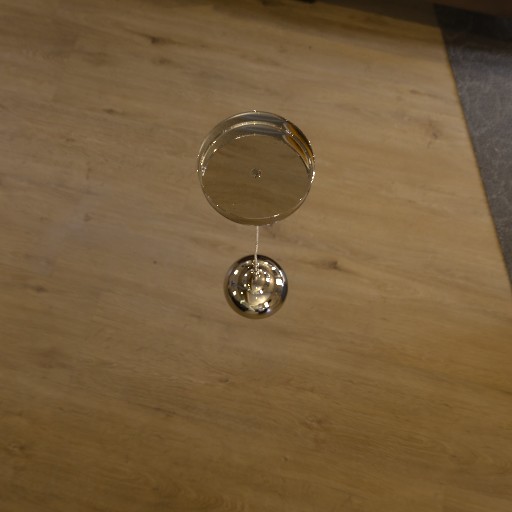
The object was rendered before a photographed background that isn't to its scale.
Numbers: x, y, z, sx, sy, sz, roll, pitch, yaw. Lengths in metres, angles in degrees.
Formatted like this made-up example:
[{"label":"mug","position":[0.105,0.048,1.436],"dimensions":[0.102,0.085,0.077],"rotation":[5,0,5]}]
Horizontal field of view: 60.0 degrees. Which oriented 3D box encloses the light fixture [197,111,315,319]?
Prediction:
[{"label":"light fixture","position":[0.000,0.000,1.675],"dimensions":[0.336,1.538,0.336],"rotation":[29,77,7]}]
